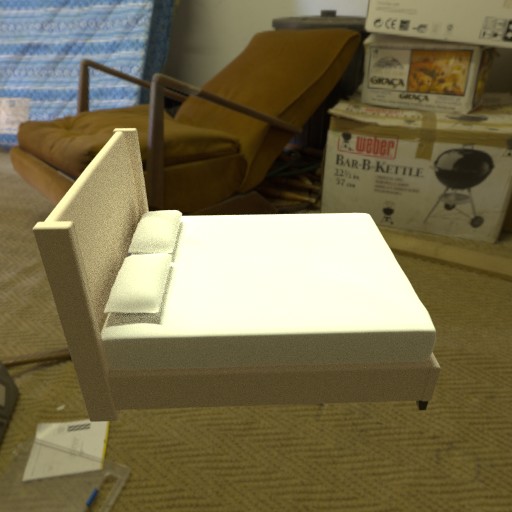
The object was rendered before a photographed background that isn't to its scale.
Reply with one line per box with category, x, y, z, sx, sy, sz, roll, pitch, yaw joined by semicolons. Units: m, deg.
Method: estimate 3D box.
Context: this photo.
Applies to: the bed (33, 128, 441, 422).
bed;0.000;0.000;3.365;2.293;1.471;1.778;-1;32;-2
